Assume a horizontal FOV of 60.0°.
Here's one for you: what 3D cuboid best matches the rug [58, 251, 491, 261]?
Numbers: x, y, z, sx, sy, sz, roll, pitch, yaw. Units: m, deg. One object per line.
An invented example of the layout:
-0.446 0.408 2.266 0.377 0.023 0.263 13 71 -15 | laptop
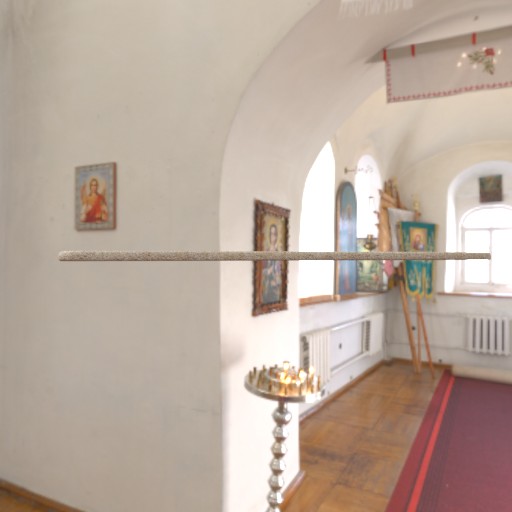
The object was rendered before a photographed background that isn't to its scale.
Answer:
0.000 0.000 3.327 2.528 0.048 2.009 0 0 -18 | rug
